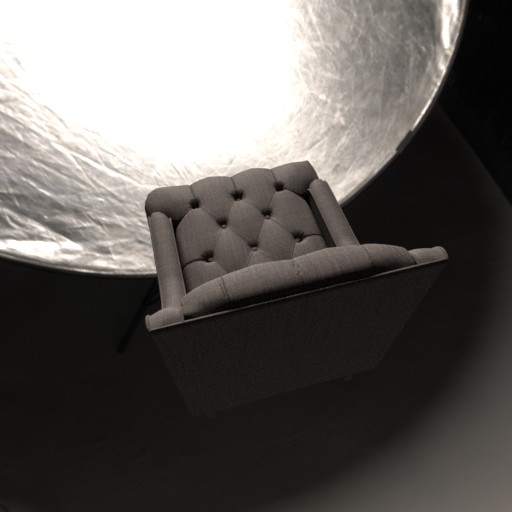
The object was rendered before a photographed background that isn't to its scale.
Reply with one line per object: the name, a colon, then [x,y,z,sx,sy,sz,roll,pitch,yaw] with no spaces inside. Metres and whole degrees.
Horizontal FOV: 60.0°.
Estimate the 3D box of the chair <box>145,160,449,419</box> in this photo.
chair: [0.000,0.000,1.437,0.655,0.891,0.771,-13,58,-8]
